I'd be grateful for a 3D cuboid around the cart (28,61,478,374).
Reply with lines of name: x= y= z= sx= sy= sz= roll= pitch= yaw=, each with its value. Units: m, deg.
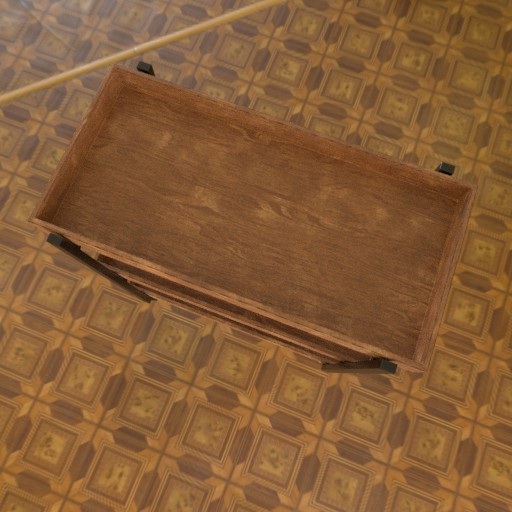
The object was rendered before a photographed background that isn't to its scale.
cart: x=0.000 y=0.000 z=1.201 sx=0.750 sy=0.800 sz=0.411 roll=20 pitch=76 yaw=5
